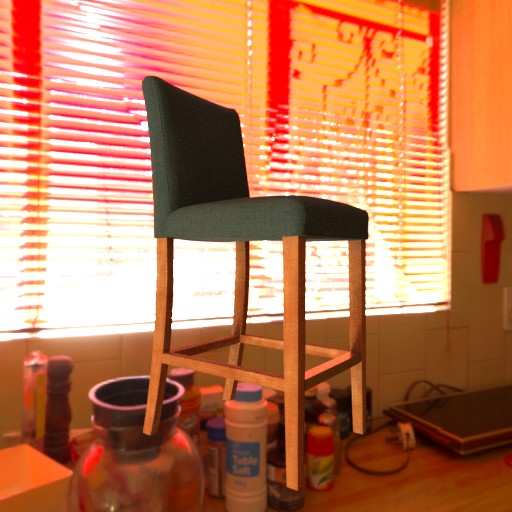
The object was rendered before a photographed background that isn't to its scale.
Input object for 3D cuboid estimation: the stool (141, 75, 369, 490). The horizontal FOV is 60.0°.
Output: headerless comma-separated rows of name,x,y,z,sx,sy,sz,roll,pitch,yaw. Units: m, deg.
stool,0.000,0.000,1.358,0.574,1.088,0.454,0,1,36
